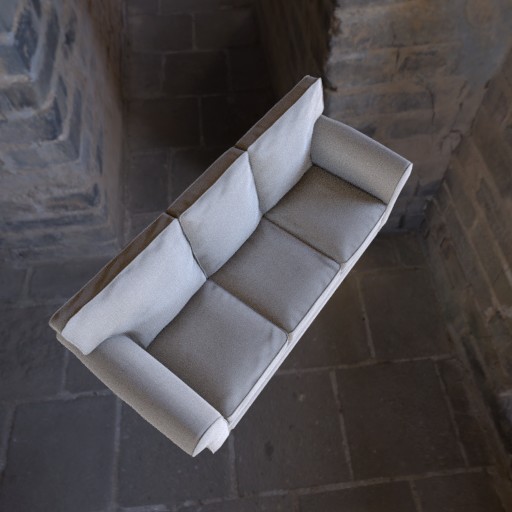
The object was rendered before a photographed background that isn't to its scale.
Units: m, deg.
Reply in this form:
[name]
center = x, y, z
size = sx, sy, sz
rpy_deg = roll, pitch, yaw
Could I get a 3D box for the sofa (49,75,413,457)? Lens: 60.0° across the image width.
[sofa]
center = 0.000, 0.000, 2.574
size = 0.916, 0.961, 2.084
rpy_deg = 33, 65, 18
